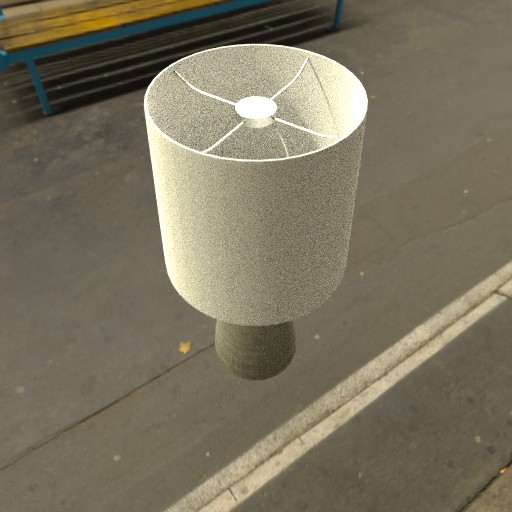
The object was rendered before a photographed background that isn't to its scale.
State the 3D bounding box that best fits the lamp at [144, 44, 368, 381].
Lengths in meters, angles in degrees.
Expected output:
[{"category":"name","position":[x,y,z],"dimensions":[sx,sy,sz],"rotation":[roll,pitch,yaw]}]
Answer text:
[{"category":"lamp","position":[0.000,0.000,0.468],"dimensions":[0.186,0.369,0.186],"rotation":[0,49,0]}]
